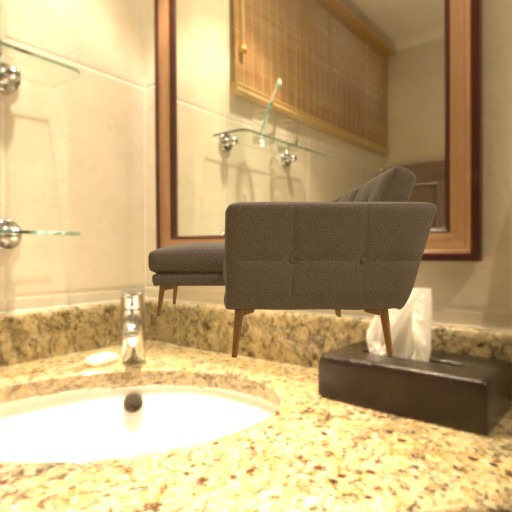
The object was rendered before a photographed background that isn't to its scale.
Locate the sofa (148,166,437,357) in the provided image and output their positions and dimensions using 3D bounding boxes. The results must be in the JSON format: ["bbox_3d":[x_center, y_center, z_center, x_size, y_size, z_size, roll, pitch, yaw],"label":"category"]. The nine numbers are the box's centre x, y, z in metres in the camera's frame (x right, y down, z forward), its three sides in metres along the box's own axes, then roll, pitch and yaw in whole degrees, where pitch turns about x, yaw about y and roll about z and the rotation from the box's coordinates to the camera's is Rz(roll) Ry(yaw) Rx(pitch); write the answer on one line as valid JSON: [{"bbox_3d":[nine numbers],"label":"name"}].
[{"bbox_3d":[0.000,0.000,2.860,1.530,0.860,2.040,0,1,-1],"label":"sofa"}]
